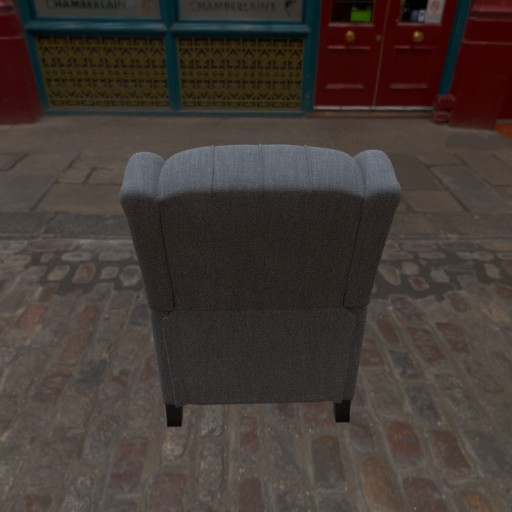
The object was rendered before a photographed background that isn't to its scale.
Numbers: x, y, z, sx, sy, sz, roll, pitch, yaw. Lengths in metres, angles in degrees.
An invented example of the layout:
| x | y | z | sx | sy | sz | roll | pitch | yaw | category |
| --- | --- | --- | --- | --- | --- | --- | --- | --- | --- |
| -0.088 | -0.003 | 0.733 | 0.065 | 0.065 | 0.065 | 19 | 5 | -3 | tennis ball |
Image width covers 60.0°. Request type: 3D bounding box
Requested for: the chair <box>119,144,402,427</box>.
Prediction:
| x | y | z | sx | sy | sz | roll | pitch | yaw | category |
| --- | --- | --- | --- | --- | --- | --- | --- | --- | --- |
| 0.000 | 0.000 | 1.640 | 0.742 | 1.035 | 0.898 | -1 | 31 | -2 | chair |
